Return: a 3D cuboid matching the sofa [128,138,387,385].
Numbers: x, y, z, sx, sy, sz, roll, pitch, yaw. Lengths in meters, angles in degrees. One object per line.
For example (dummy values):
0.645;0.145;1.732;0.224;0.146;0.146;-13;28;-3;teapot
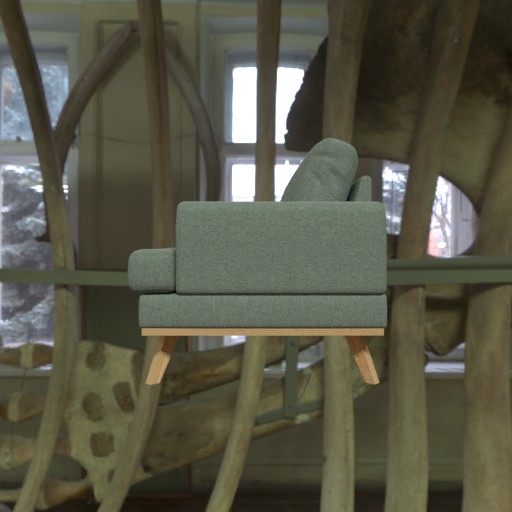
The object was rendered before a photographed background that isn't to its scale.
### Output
0.000;0.000;2.132;0.785;0.810;1.650;0;-1;0;sofa
